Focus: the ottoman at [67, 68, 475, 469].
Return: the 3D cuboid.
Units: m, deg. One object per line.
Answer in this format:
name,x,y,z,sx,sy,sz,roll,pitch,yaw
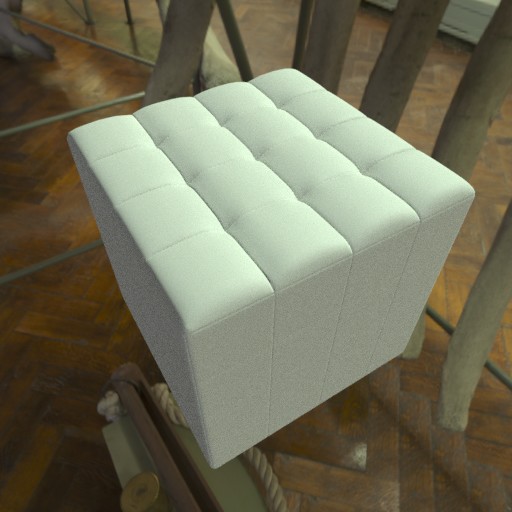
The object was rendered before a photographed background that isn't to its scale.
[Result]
ottoman,0.000,0.000,0.771,0.425,0.432,0.425,-24,51,-21
